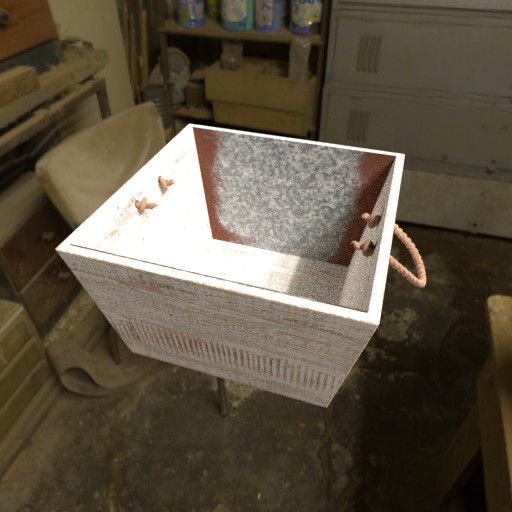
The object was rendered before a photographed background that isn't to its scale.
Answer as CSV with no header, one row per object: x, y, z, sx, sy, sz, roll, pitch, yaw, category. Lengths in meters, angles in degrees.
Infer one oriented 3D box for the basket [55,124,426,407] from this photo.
0.000,0.000,0.754,0.545,0.247,0.413,12,41,14,basket
